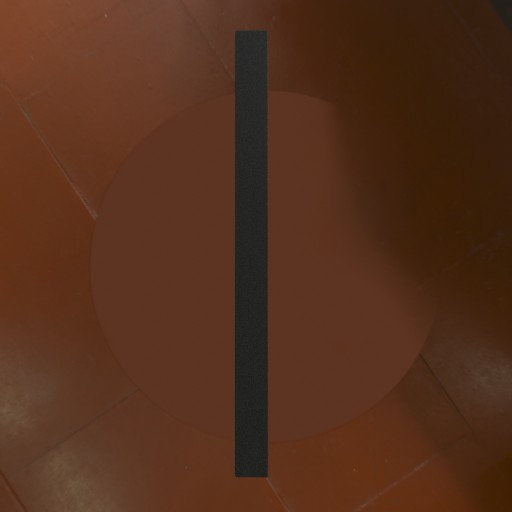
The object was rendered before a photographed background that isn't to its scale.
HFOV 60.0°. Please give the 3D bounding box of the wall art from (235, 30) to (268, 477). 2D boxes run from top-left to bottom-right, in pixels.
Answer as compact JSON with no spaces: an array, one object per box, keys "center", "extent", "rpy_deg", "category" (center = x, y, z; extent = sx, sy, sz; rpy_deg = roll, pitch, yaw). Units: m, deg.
[{"center":[0.000,0.000,0.756],"extent":[0.037,0.508,0.508],"rpy_deg":[0,89,1],"category":"wall art"}]
